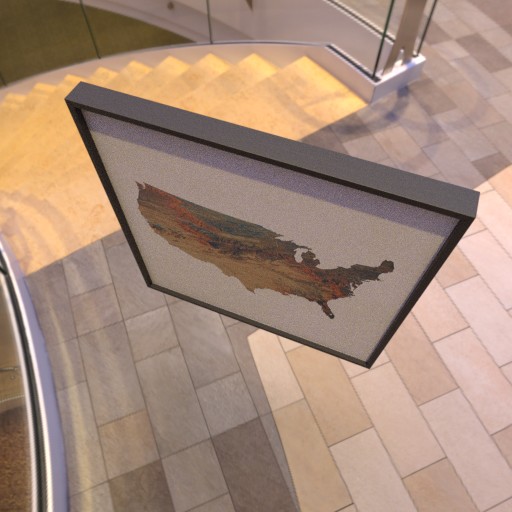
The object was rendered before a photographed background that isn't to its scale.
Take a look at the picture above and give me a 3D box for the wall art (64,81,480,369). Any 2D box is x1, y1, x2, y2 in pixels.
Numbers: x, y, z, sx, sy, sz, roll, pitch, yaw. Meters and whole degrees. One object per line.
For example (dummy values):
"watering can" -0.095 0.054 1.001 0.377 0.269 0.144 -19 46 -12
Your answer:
"wall art" 0.000 0.000 0.734 0.507 0.507 0.038 19 60 11
